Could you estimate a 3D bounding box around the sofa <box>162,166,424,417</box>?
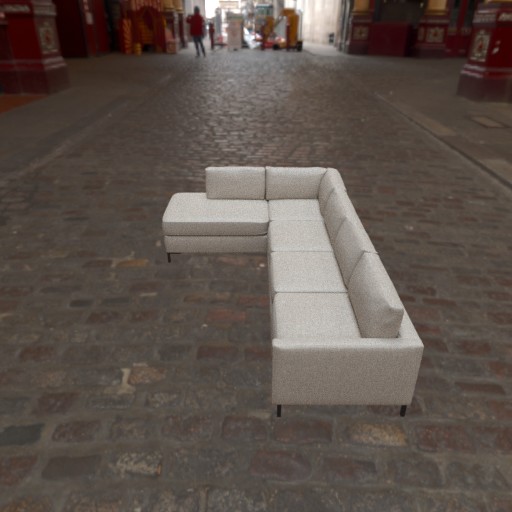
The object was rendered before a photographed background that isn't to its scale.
[{"bbox_3d":[0.000,0.000,3.252,1.617,0.703,2.423,0,28,0],"label":"sofa"}]
